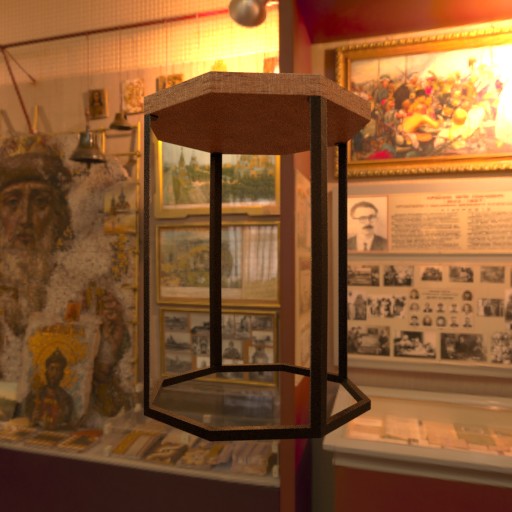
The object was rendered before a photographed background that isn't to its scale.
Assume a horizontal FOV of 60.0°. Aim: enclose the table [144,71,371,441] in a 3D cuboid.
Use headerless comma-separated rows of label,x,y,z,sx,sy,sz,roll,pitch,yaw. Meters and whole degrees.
table,0.000,0.000,0.869,0.437,0.553,0.437,0,0,18
